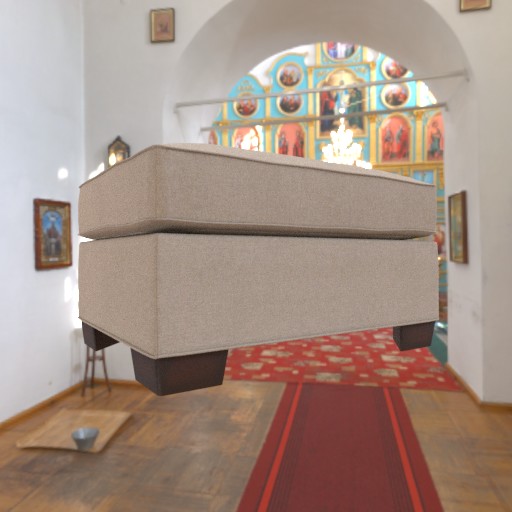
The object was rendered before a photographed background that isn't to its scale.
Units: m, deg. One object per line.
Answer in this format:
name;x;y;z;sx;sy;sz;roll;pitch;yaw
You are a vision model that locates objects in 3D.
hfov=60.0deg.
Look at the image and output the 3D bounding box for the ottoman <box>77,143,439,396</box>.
ottoman;0.000;0.000;1.257;0.846;0.503;0.617;0;0;-34
